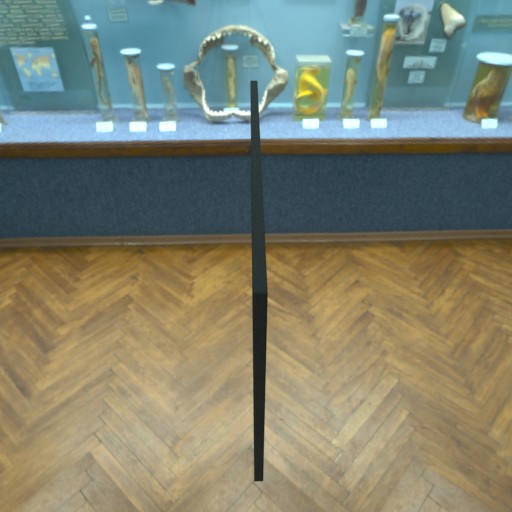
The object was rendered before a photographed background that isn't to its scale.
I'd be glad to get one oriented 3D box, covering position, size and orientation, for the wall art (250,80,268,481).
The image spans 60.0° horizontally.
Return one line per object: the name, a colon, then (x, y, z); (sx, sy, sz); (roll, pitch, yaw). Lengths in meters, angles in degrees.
wall art: (0.000, 0.000, 1.257); (0.026, 0.656, 0.958); (0, 40, 0)
